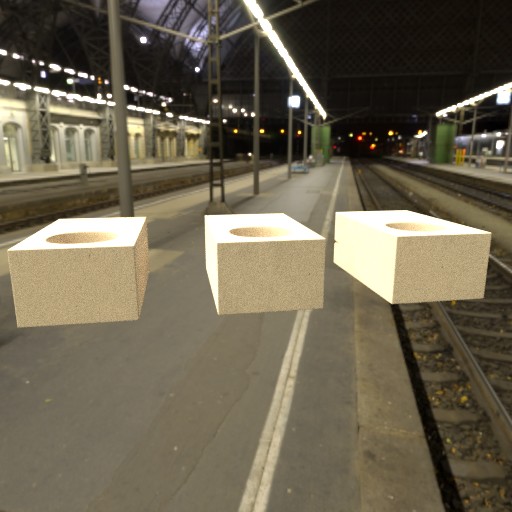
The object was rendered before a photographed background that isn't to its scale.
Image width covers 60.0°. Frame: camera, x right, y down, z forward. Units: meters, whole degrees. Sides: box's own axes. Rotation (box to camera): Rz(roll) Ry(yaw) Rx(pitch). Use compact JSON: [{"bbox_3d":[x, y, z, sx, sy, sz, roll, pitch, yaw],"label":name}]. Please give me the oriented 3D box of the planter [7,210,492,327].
[{"bbox_3d":[0.000,0.000,0.367,0.333,0.051,0.127,-2,14,-10],"label":"planter"}]
